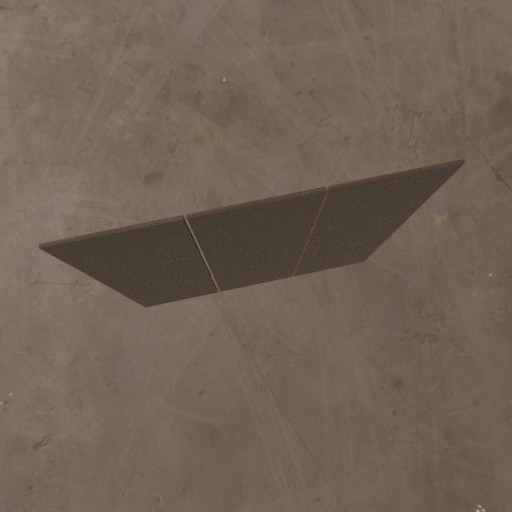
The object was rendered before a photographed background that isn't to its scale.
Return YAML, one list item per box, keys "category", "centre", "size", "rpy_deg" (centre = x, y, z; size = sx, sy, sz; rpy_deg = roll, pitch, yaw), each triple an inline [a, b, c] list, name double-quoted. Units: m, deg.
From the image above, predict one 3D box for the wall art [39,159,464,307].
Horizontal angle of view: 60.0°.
- category: "wall art"
  centre: [0.000, 0.000, 1.827]
  size: [1.216, 1.216, 0.013]
  rpy_deg: [-12, 76, -3]
